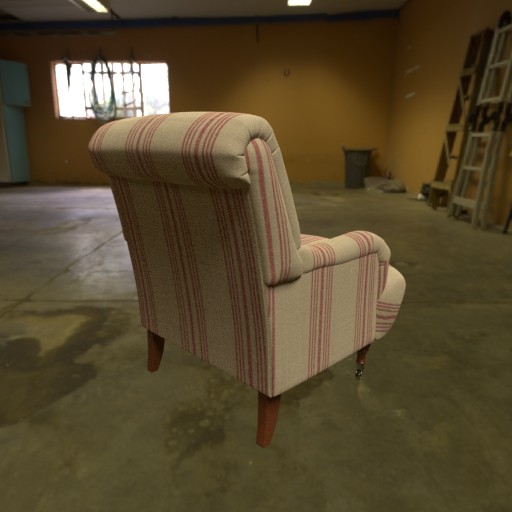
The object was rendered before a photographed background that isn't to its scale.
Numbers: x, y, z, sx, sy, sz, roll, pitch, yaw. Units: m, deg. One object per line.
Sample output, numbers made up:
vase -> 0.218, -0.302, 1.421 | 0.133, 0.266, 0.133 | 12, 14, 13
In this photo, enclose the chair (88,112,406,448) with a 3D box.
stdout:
chair -> 0.000, 0.000, 1.883 | 1.058, 1.123, 0.933 | -14, 20, -43
